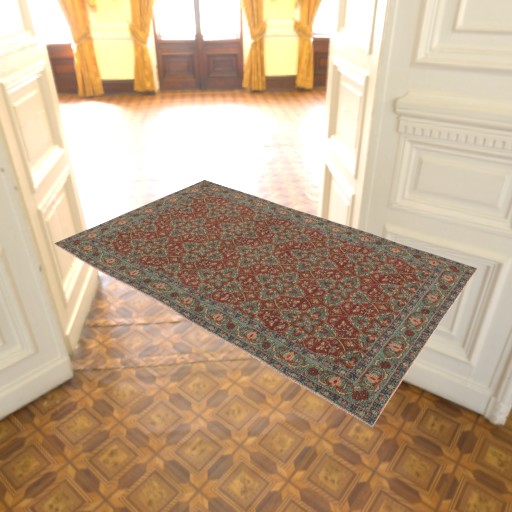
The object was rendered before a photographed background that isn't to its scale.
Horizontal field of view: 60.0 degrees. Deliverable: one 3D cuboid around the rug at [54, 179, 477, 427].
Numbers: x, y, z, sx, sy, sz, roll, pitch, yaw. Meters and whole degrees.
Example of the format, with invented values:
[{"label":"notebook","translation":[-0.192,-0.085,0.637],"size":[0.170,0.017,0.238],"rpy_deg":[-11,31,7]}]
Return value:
[{"label":"rug","translation":[0.000,0.000,2.993],"size":[2.439,0.011,1.533],"rpy_deg":[23,38,32]}]
